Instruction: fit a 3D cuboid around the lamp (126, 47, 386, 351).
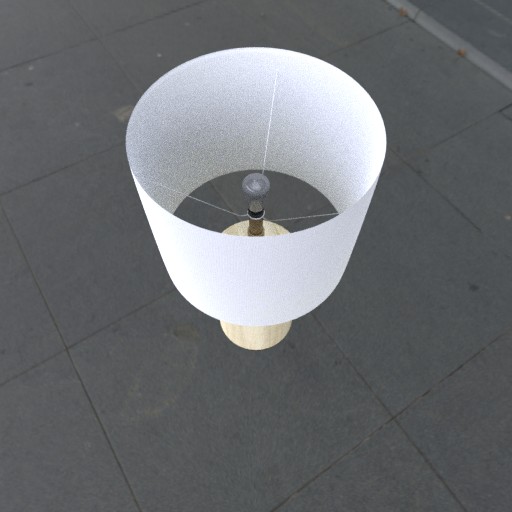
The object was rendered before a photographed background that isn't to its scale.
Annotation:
[{"bbox_3d":[0.000,0.000,0.580,0.228,0.444,0.228,-16,61,-9],"label":"lamp"}]
